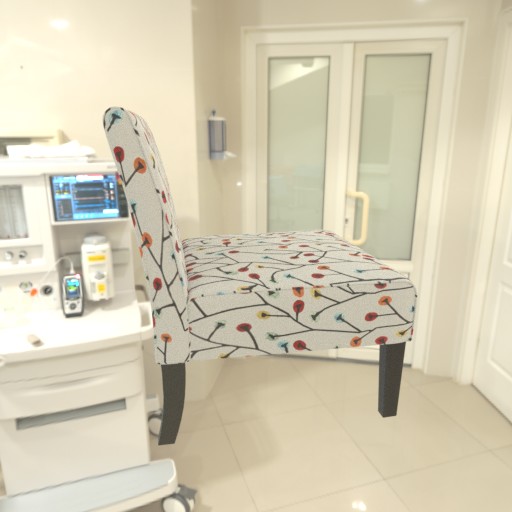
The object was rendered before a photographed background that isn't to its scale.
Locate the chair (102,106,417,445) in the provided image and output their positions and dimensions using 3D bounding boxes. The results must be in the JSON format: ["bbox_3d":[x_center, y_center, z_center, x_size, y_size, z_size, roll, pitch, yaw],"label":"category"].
[{"bbox_3d":[0.000,0.000,1.315,0.732,0.813,0.597,-3,16,-11],"label":"chair"}]
